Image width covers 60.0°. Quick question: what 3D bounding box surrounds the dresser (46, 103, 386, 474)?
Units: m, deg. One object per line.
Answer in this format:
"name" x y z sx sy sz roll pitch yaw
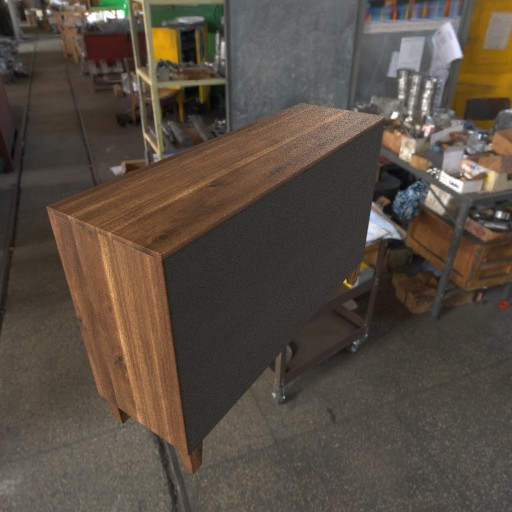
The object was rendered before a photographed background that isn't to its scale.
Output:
"dresser" 0.000 0.000 1.818 0.438 0.892 1.387 20 38 29
